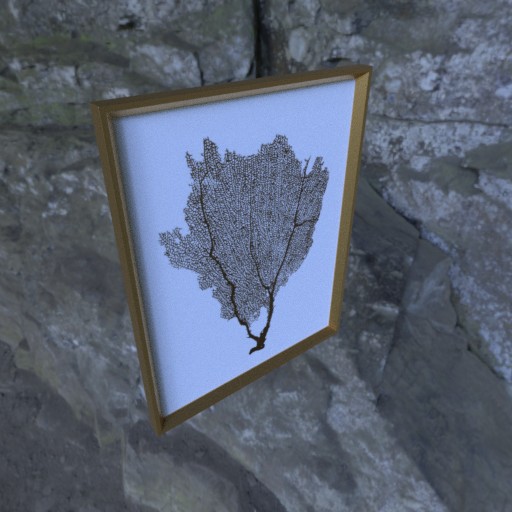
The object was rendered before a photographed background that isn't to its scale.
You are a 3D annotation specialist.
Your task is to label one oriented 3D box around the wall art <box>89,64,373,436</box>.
[{"bbox_3d":[0.000,0.000,1.020,0.610,0.762,0.038,-22,38,-31],"label":"wall art"}]
